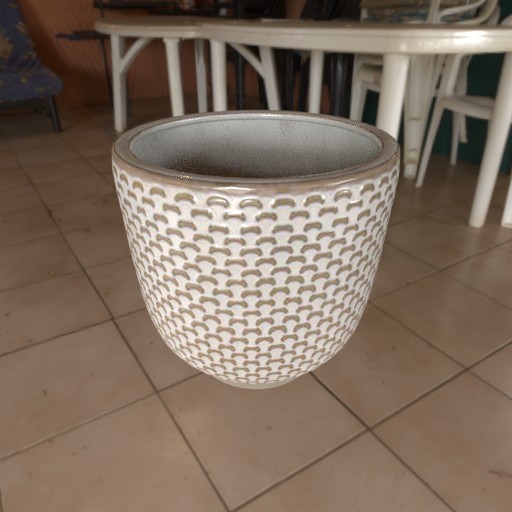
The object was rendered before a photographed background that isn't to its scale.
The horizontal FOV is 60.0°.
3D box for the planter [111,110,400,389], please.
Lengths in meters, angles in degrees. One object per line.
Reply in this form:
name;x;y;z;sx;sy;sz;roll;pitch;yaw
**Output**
planter;0.000;0.000;0.355;0.197;0.191;0.197;0;29;0
